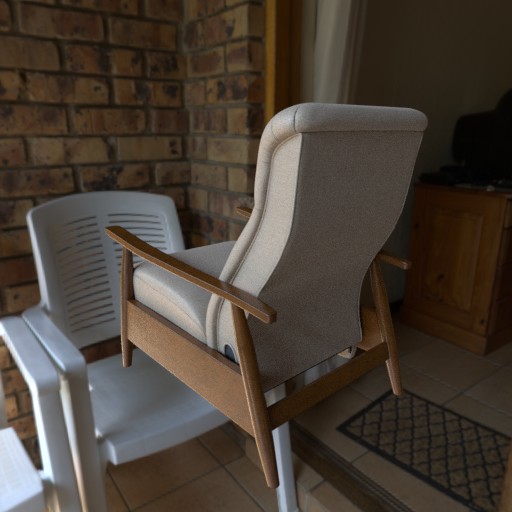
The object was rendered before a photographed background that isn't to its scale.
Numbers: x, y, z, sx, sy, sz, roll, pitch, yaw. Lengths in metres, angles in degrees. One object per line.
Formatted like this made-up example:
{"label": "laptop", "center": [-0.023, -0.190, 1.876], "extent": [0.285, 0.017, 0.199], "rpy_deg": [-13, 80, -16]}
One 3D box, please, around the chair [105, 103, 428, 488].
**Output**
{"label": "chair", "center": [0.000, 0.000, 1.729], "extent": [0.762, 1.082, 1.030], "rpy_deg": [-14, 21, -40]}
